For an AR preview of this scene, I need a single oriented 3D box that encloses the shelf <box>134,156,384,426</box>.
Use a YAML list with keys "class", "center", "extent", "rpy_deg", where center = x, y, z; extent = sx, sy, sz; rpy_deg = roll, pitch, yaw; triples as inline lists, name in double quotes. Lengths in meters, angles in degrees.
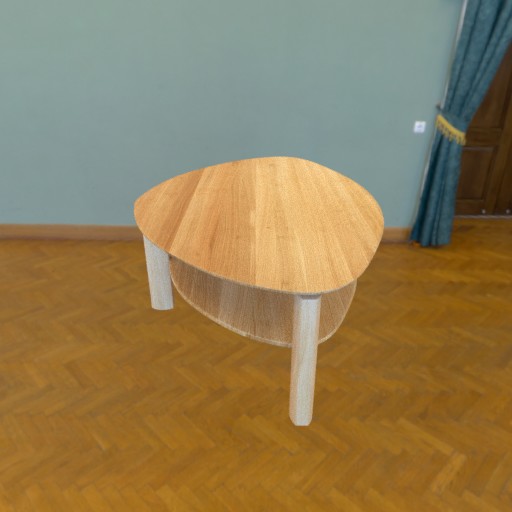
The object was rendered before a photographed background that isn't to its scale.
- class: "shelf"
  center: [0.000, 0.000, 1.660]
  extent: [0.845, 0.440, 1.246]
  rpy_deg: [0, 27, 0]
